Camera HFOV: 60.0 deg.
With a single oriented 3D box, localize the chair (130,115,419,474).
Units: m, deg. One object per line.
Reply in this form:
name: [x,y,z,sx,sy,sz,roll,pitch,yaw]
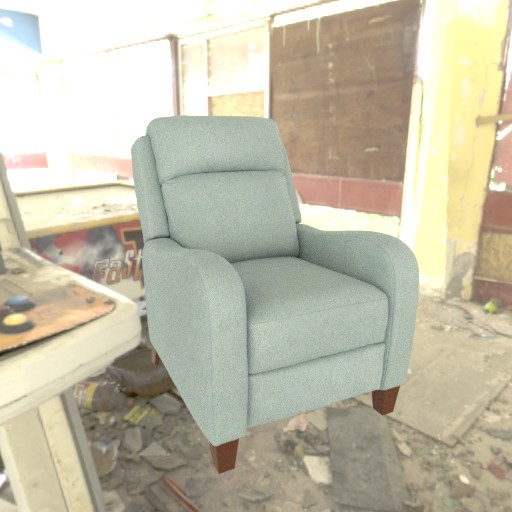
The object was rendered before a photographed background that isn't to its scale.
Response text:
chair: [0.000,0.000,1.736,0.785,1.067,0.988,-8,18,-25]
